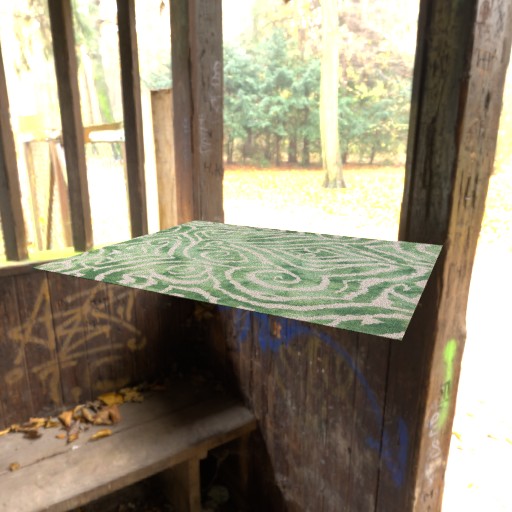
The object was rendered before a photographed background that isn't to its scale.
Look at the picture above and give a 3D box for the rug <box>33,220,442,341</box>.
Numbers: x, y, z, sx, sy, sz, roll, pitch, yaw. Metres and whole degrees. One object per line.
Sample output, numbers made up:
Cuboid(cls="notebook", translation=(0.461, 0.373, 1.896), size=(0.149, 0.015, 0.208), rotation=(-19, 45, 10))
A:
Cuboid(cls="rug", translation=(0.000, 0.000, 4.164), size=(3.045, 0.007, 2.436), rotation=(8, 17, 26))
